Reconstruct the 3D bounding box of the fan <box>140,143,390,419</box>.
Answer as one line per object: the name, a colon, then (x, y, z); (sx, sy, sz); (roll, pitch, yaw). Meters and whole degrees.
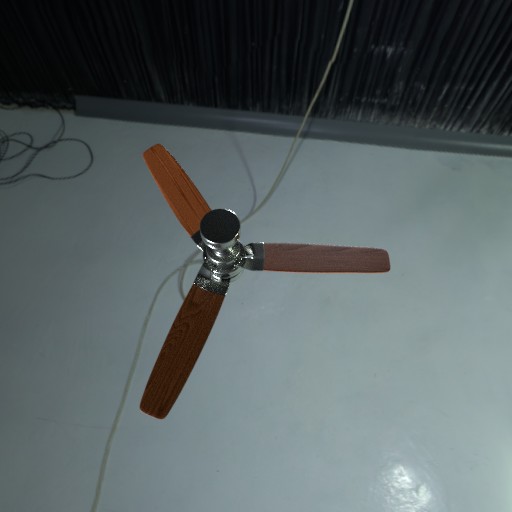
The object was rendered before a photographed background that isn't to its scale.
fan: (0.000, 0.000, 2.029); (1.271, 0.410, 1.416); (2, 63, 1)
